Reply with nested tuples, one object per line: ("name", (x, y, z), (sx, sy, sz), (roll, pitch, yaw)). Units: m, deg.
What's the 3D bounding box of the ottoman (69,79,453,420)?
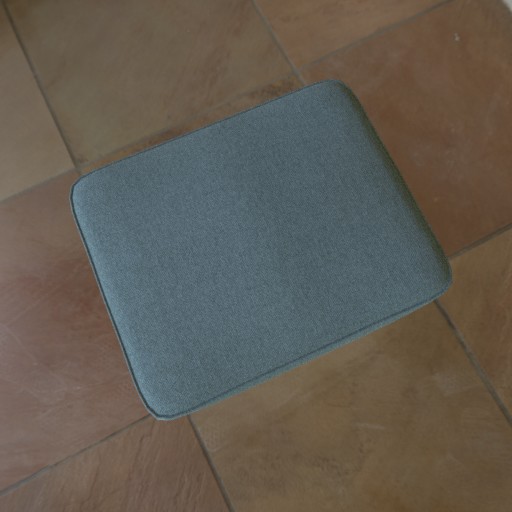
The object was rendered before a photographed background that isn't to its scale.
("ottoman", (0.000, 0.000, 1.164), (0.738, 0.537, 0.589), (-23, 77, -6))
